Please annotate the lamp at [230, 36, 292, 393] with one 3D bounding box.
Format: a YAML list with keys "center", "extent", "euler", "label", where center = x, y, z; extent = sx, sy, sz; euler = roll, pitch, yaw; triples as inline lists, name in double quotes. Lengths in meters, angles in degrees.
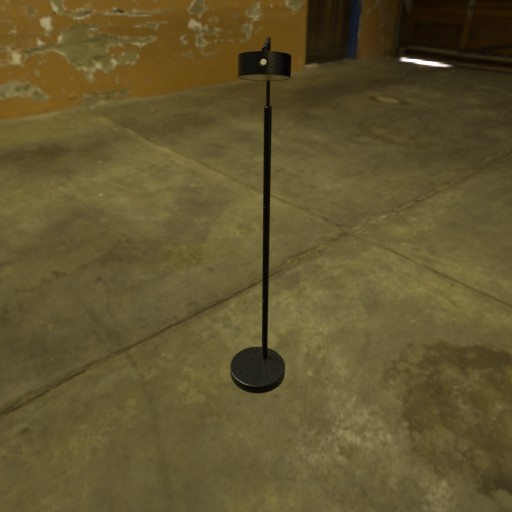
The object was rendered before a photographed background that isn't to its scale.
- center: [0.000, 0.000, 1.395]
  extent: [0.219, 1.230, 0.418]
  euler: [2, 32, 3]
  label: "lamp"
